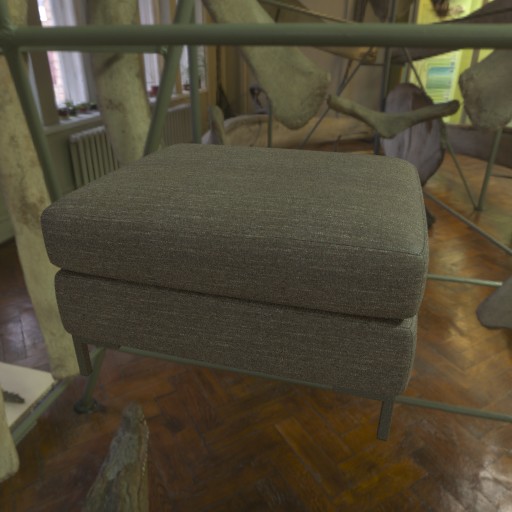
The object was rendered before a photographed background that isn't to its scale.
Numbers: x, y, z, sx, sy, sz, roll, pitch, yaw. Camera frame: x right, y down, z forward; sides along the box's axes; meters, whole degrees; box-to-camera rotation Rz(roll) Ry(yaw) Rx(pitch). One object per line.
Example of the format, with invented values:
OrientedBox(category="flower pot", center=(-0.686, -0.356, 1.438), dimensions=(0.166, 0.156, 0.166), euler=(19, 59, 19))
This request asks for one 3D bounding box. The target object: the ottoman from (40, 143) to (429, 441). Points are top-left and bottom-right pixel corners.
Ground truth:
OrientedBox(category="ottoman", center=(0.000, 0.000, 1.200), dimensions=(0.820, 0.490, 0.671), euler=(7, 27, 14))
